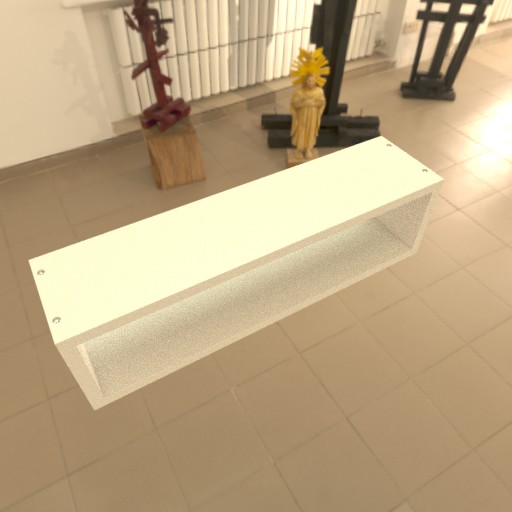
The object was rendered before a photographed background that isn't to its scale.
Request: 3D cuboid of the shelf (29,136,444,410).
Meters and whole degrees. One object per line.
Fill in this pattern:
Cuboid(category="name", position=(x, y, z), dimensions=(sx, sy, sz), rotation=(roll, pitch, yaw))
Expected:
Cuboid(category="shelf", position=(0.000, 0.000, 0.709), dimensions=(0.610, 0.170, 0.150), rotation=(-23, 51, -20))
